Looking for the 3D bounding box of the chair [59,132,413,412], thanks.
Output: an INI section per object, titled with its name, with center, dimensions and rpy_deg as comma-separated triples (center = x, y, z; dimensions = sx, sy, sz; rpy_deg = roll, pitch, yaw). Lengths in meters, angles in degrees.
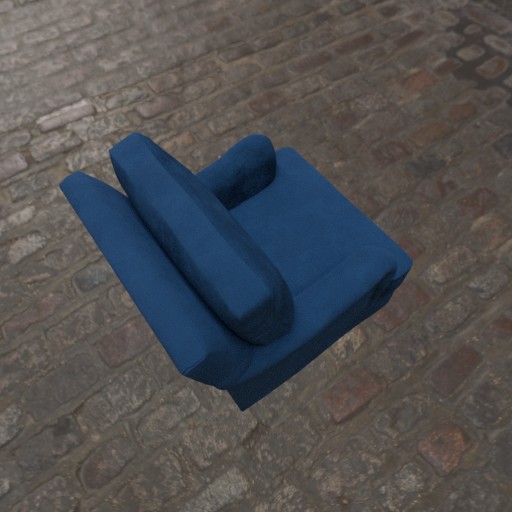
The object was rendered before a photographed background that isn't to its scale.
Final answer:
[chair]
center = 0.000, 0.000, 1.875
dimensions = 1.078, 1.076, 0.895
rpy_deg = -32, 63, -18
